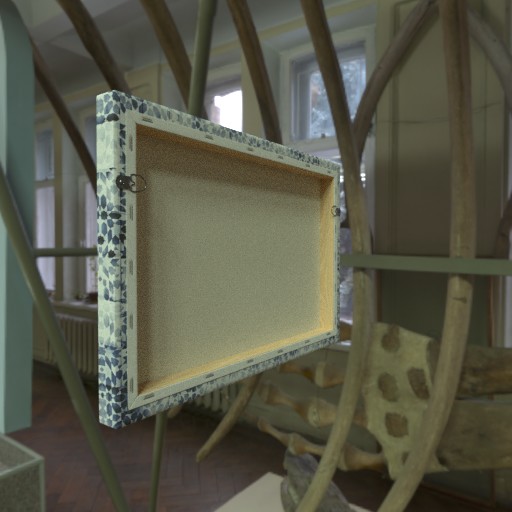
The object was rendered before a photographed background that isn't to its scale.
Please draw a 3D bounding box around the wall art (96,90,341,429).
[{"bbox_3d":[0.000,0.000,1.170,0.057,0.608,0.911,1,2,36],"label":"wall art"}]
